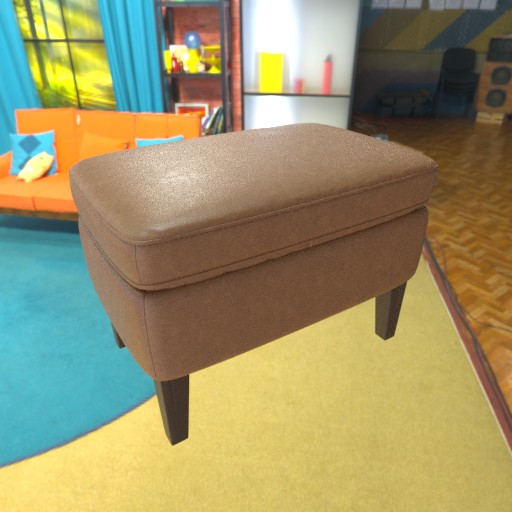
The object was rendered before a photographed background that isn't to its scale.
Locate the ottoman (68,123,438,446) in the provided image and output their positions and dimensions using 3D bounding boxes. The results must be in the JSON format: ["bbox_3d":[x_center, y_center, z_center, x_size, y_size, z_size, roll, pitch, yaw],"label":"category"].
[{"bbox_3d":[0.000,0.000,0.982,0.670,0.480,0.420,-17,34,-28],"label":"ottoman"}]
